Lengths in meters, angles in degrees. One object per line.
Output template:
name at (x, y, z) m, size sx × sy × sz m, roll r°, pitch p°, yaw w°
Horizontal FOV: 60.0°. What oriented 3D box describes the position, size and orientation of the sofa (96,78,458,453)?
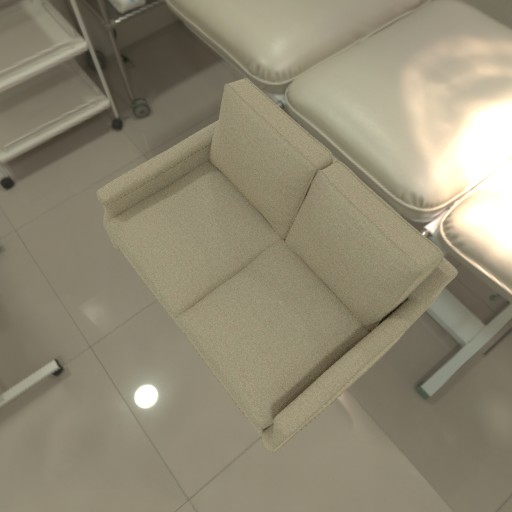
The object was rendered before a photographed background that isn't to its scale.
sofa at (0.000, 0.000, 2.348) m, size 1.084 × 1.003 × 1.597 m, roll -36°, pitch 69°, yaw -16°
